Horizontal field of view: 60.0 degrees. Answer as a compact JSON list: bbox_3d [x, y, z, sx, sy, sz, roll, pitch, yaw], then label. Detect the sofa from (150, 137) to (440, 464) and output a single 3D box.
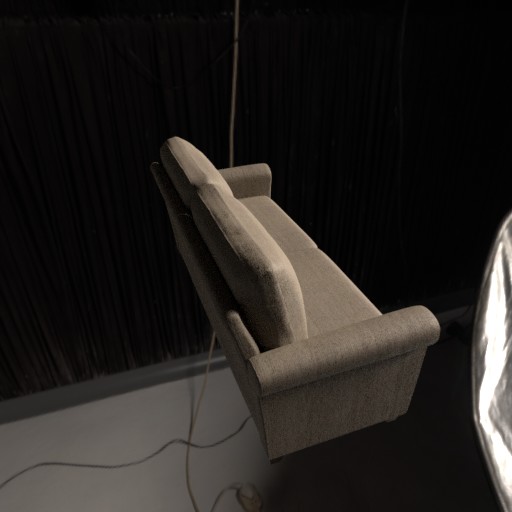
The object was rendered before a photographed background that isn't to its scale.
[{"bbox_3d":[0.000,0.000,2.444,0.842,0.942,1.935,-11,33,-17],"label":"sofa"}]
